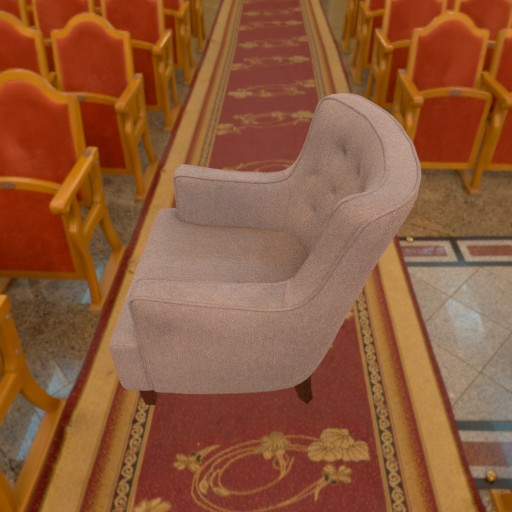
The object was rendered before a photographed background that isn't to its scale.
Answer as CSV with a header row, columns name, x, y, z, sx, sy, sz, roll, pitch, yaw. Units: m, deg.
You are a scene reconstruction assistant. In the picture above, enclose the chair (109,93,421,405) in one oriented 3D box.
name,x,y,z,sx,sy,sz,roll,pitch,yaw
chair,0.000,0.000,1.577,0.910,0.919,0.781,2,41,2
